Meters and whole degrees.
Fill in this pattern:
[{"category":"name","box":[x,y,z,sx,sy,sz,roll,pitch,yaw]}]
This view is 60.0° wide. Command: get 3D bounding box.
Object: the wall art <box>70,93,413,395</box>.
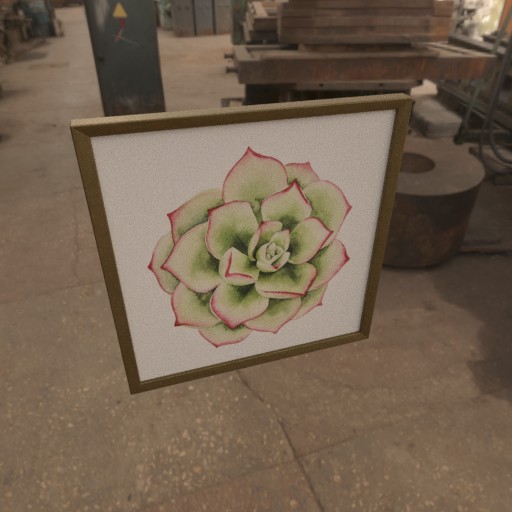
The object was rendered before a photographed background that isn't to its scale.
[{"category":"wall art","box":[0.000,0.000,0.772,0.503,0.506,0.031,-10,34,-15]}]
